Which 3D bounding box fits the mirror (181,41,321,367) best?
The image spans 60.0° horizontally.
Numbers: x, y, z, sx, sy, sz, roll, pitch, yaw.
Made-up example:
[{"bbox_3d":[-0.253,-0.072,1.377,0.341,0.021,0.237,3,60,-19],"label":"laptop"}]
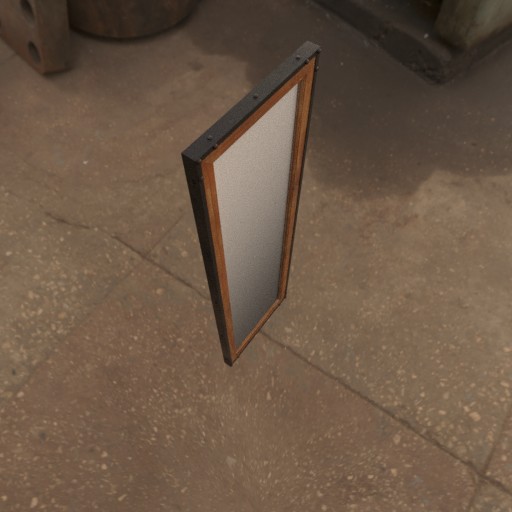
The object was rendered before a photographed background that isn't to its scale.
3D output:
[{"bbox_3d":[0.000,0.000,1.208,0.042,1.080,0.354,33,65,18],"label":"mirror"}]
